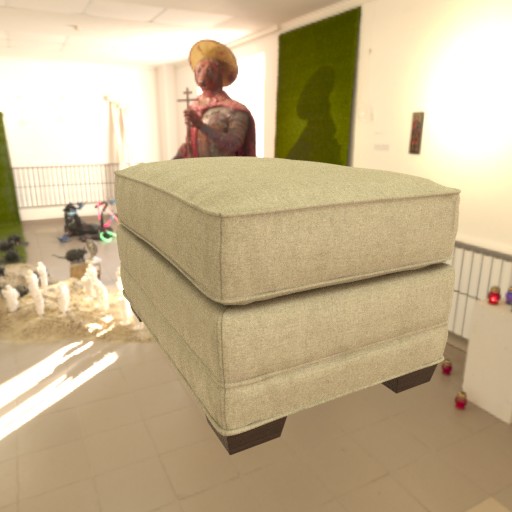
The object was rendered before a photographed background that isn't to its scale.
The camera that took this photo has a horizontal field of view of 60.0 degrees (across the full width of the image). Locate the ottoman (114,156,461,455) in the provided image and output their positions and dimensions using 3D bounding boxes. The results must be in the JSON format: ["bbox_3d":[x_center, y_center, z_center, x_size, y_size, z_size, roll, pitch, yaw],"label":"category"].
[{"bbox_3d":[0.000,0.000,1.214,0.611,0.508,0.848,-9,18,-27],"label":"ottoman"}]
